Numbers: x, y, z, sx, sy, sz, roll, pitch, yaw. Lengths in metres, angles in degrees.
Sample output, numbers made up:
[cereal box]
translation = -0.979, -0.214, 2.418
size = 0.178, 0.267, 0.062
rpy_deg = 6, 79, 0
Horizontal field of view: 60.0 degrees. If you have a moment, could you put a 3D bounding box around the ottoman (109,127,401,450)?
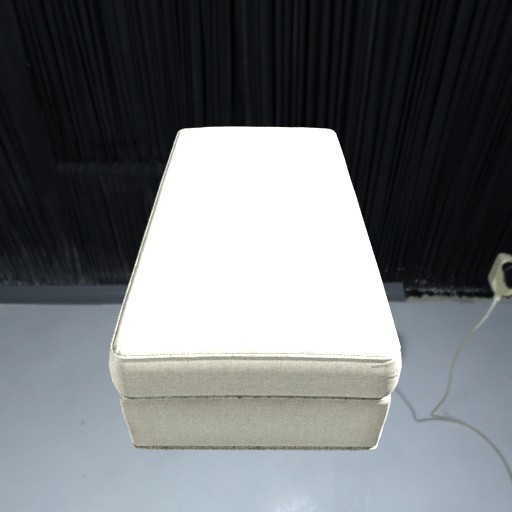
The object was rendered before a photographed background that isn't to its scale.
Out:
[ottoman]
translation = 0.000, 0.000, 1.406
size = 0.617, 0.448, 1.097
rpy_deg = 0, 40, 0
